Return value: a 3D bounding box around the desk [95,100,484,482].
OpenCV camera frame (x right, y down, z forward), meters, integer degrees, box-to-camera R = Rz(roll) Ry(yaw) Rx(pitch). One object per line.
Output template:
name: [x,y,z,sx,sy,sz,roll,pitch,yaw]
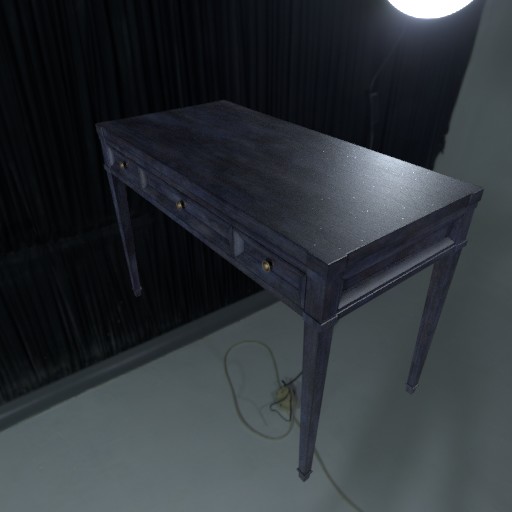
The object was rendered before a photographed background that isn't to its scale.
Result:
desk: [0.000,0.000,1.747,0.630,0.861,1.289,-23,39,-31]
